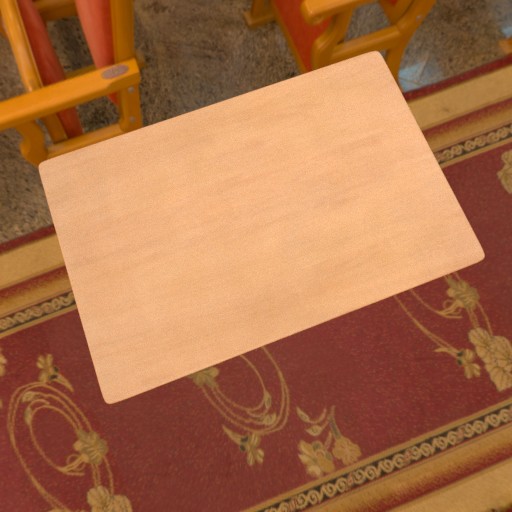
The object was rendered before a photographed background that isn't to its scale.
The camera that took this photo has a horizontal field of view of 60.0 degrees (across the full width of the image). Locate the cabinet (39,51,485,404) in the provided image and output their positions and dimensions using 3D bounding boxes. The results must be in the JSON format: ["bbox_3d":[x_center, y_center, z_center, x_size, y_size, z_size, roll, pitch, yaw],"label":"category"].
[{"bbox_3d":[0.000,0.000,1.245,0.763,0.762,0.503,-20,77,-5],"label":"cabinet"}]
